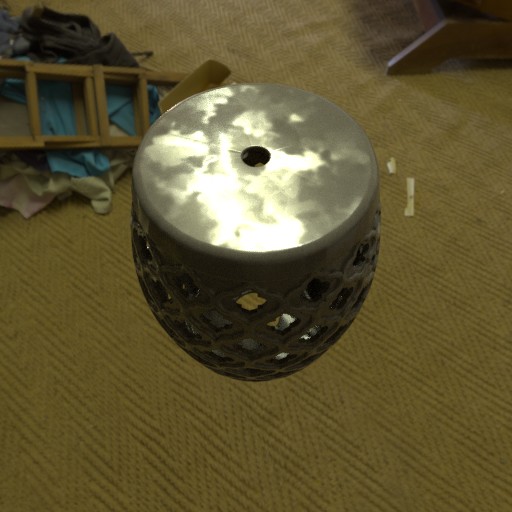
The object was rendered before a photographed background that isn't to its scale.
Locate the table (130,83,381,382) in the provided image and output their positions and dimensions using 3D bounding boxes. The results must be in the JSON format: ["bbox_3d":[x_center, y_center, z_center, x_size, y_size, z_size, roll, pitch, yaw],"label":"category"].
[{"bbox_3d":[0.000,0.000,0.631,0.325,0.388,0.325,0,57,0],"label":"table"}]
